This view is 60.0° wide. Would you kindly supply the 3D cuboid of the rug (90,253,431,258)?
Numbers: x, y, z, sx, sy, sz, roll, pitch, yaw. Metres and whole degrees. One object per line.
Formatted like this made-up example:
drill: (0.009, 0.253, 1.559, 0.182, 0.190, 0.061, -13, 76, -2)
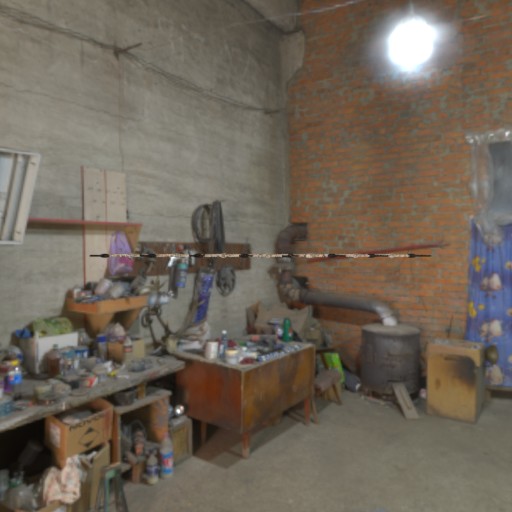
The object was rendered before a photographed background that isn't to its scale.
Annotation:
rug: (0.000, 0.000, 3.321, 1.524, 0.021, 2.755, 0, 0, -1)
